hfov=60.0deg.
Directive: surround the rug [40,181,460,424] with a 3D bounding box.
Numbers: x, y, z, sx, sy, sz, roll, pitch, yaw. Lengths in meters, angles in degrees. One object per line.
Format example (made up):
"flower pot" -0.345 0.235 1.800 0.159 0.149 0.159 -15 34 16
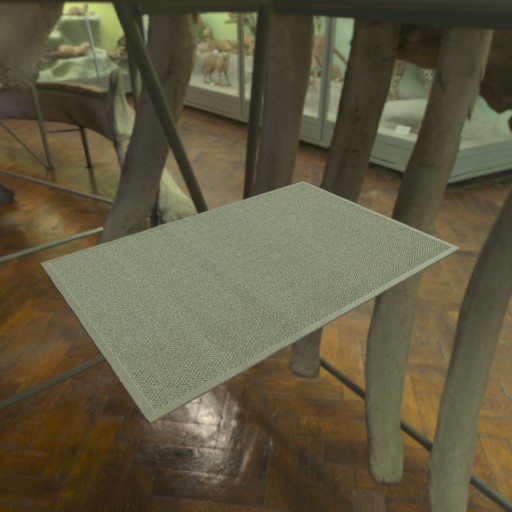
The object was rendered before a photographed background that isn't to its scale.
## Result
"rug" 0.000 0.000 2.898 2.290 0.021 1.540 -22 37 -32
